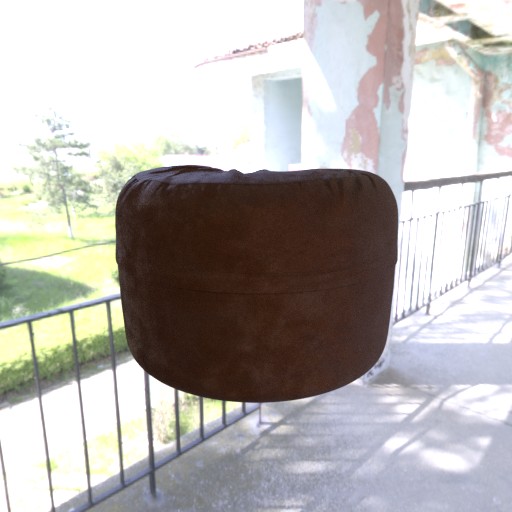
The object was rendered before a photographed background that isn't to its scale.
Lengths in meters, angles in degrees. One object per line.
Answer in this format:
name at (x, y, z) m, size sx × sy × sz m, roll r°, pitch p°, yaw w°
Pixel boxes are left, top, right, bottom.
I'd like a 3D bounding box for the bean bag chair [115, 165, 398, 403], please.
bean bag chair at (0.000, 0.000, 1.515) m, size 0.918 × 0.616 × 0.918 m, roll 0°, pitch 14°, yaw 0°
